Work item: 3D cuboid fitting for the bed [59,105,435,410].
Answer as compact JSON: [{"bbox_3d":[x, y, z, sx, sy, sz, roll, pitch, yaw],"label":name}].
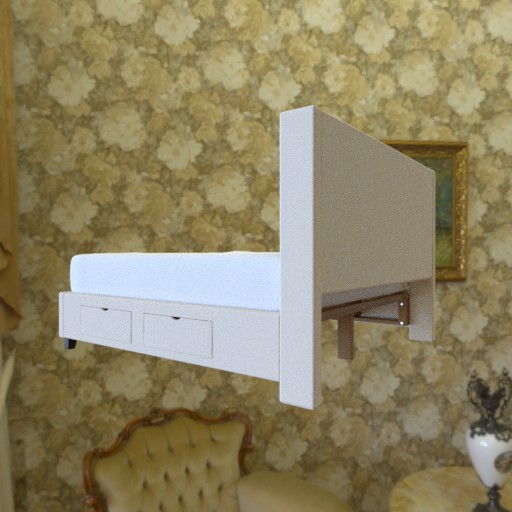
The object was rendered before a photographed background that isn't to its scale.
[{"bbox_3d":[0.000,0.000,3.651,2.293,1.471,2.145,0,0,37],"label":"bed"}]
